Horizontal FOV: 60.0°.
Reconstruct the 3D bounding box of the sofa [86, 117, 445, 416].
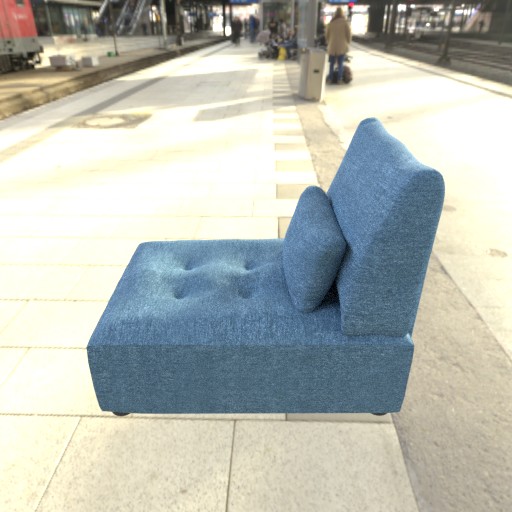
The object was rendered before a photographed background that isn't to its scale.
[{"bbox_3d":[0.000,0.000,1.545,1.000,0.820,0.700,0,28,0],"label":"sofa"}]
